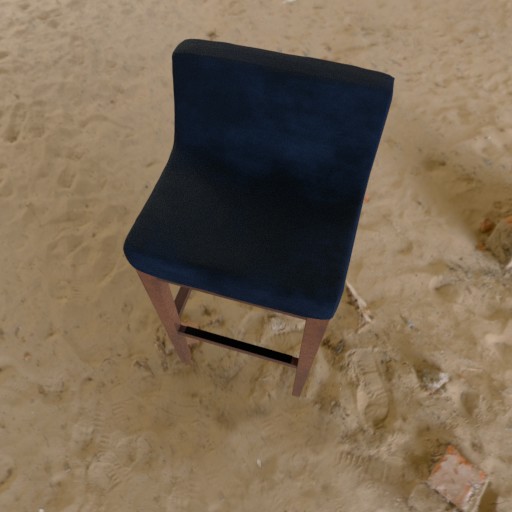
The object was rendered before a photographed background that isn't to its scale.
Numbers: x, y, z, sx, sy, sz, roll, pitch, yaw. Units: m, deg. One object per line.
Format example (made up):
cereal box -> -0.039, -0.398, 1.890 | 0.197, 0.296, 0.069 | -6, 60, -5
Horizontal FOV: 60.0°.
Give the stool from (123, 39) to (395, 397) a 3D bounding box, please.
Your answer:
stool -> 0.000, 0.000, 1.317 | 0.511, 1.037, 0.500 | 14, 59, 9
